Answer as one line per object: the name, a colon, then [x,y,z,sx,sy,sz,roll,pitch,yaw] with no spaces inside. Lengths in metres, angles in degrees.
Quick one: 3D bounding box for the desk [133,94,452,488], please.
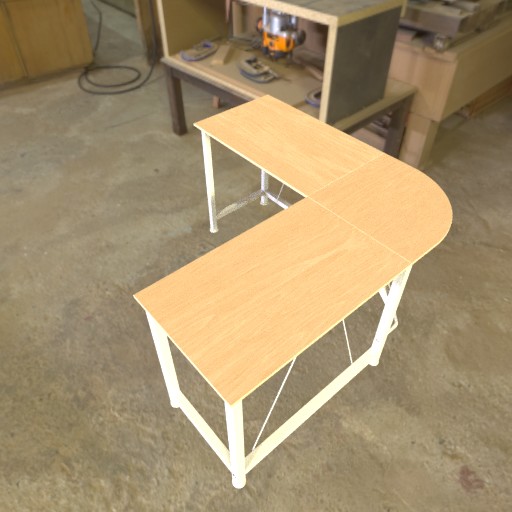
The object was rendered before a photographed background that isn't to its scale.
desk: [0.000,0.000,2.213,1.400,0.762,1.400,-31,53,-28]
